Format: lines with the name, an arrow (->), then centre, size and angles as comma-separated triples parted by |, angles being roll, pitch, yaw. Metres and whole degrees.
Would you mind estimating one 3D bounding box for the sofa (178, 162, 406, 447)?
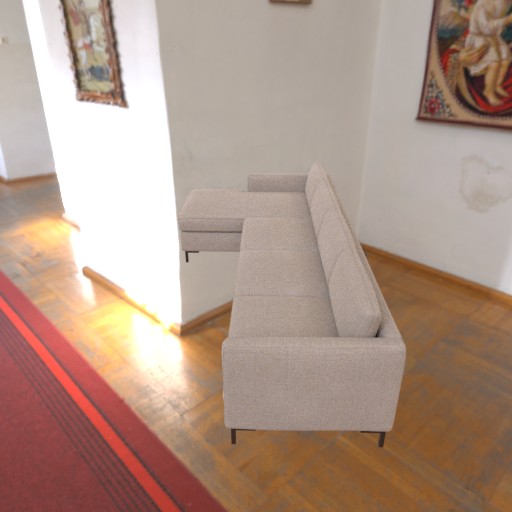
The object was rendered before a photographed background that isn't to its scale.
sofa -> 0.000, 0.000, 3.425 | 1.469, 0.816, 2.923 | 1, 27, 1
